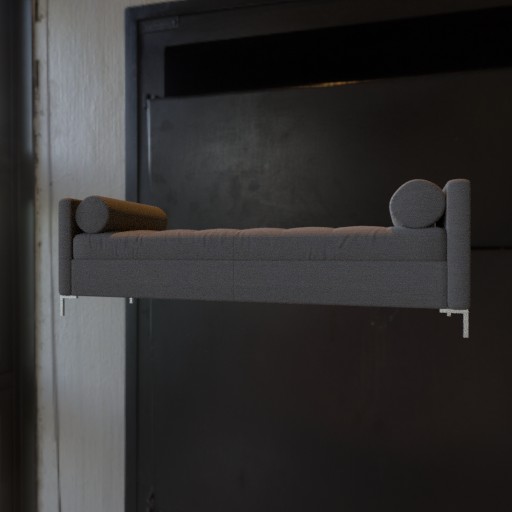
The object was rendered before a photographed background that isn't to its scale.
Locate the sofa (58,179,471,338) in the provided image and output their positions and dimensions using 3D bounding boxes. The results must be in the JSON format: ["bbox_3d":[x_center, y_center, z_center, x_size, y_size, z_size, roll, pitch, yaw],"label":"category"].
[{"bbox_3d":[0.000,0.000,2.351,1.981,0.635,0.686,0,0,18],"label":"sofa"}]
